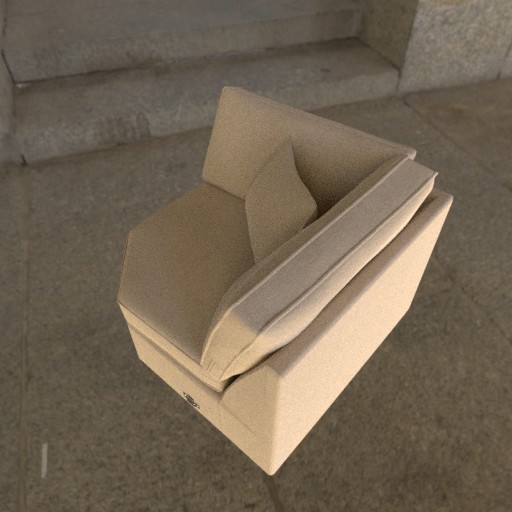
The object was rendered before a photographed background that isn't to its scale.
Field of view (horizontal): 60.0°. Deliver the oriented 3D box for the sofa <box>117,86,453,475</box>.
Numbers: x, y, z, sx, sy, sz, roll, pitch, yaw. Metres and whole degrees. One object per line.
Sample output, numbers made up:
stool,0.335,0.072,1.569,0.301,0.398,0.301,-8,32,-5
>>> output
sofa,0.000,0.000,1.804,1.050,0.937,1.042,32,54,27
